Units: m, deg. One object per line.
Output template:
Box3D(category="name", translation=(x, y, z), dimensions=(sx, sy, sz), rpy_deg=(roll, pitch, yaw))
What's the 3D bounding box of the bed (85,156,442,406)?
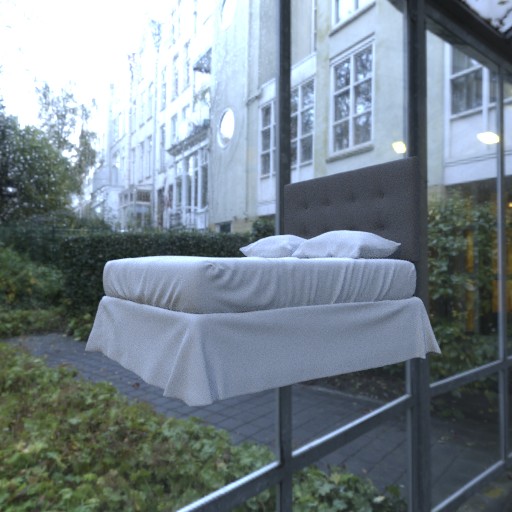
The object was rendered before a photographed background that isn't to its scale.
Box3D(category="bed", translation=(0.000, 0.000, 3.575), dimensions=(2.222, 1.577, 1.936), rpy_deg=(0, -1, -35))
